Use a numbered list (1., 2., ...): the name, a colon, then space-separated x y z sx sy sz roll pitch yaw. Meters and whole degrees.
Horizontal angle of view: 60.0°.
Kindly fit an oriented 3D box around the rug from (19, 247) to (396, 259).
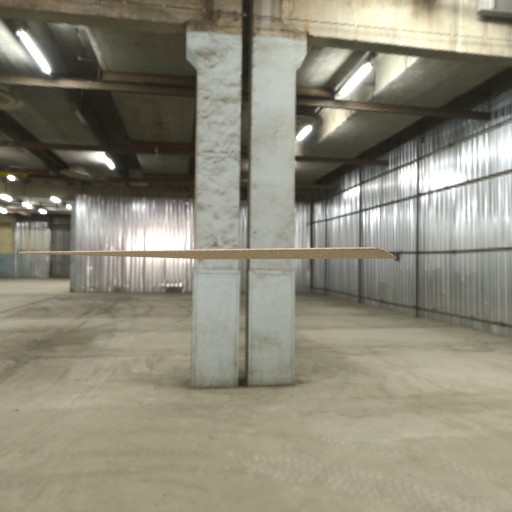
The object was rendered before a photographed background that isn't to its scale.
1. rug: 0.000 0.000 3.915 2.313 0.009 2.939 0 -1 19
